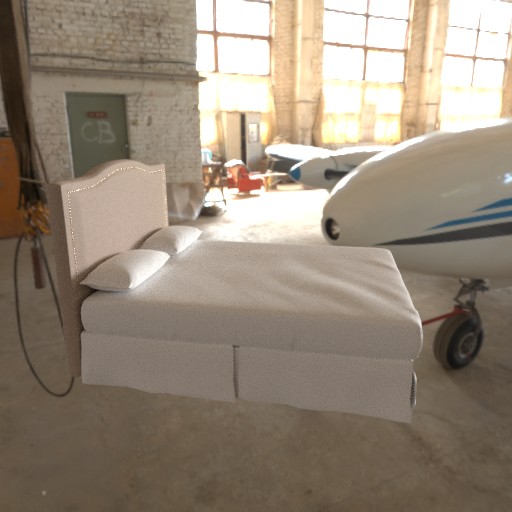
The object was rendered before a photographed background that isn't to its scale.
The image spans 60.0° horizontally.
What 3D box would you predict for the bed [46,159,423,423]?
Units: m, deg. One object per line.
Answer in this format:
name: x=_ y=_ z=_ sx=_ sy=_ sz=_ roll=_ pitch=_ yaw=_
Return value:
bed: x=0.000 y=0.000 z=3.446 sx=2.282 sy=1.436 sz=1.821 roll=3 pitch=16 yaw=10
